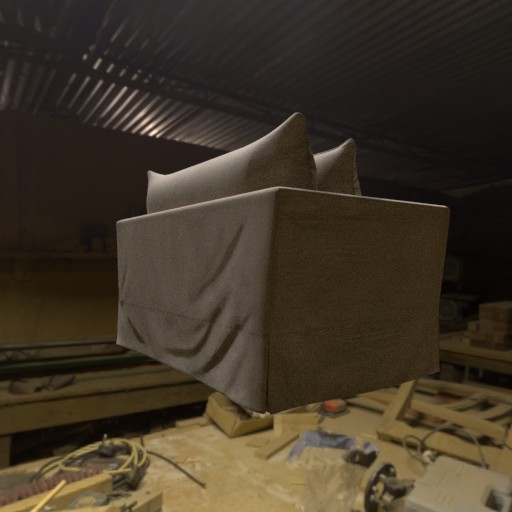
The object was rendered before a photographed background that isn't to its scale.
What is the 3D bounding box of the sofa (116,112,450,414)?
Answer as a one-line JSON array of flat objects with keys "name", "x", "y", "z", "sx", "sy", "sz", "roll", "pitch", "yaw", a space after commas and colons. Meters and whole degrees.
[{"name": "sofa", "x": 0.000, "y": 0.000, "z": 2.320, "sx": 1.035, "sy": 1.040, "sz": 1.608, "roll": 0, "pitch": 0, "yaw": -35}]
